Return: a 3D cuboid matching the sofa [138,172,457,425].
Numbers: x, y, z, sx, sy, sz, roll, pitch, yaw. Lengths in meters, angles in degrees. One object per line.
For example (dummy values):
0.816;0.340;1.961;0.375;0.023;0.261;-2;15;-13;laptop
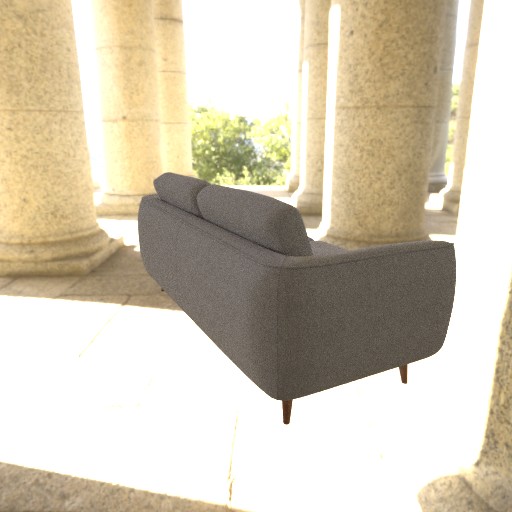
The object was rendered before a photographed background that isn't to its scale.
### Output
0.000;0.000;2.473;0.920;0.850;2.000;-8;17;-26;sofa
